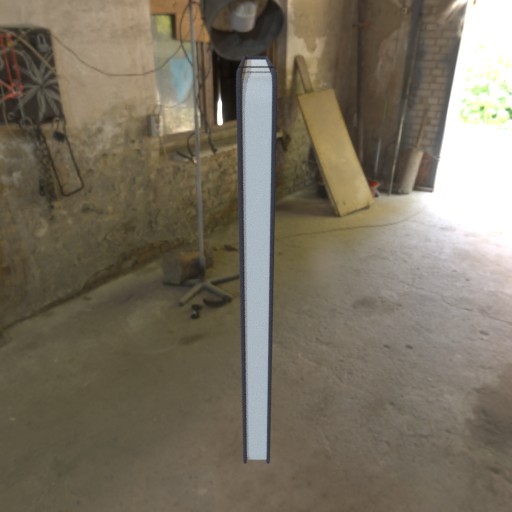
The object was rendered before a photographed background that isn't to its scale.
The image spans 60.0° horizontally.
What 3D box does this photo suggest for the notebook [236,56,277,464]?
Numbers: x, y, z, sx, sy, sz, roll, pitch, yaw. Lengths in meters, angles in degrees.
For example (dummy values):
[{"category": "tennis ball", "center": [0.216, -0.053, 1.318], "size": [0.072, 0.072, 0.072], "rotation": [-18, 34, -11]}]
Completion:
[{"category": "notebook", "center": [0.000, 0.000, 0.264], "size": [0.016, 0.213, 0.127], "rotation": [0, 27, 0]}]
